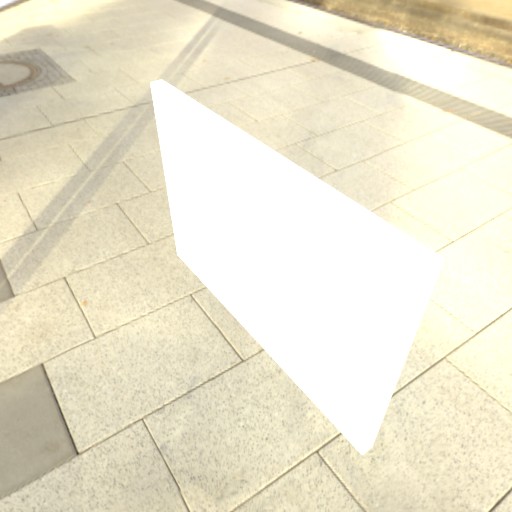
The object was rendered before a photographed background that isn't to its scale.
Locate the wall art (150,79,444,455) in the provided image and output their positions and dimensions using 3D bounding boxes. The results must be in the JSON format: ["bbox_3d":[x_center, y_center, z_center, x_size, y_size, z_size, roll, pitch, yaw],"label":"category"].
[{"bbox_3d":[0.000,0.000,1.647,0.051,0.902,1.308,-27,48,-26],"label":"wall art"}]
